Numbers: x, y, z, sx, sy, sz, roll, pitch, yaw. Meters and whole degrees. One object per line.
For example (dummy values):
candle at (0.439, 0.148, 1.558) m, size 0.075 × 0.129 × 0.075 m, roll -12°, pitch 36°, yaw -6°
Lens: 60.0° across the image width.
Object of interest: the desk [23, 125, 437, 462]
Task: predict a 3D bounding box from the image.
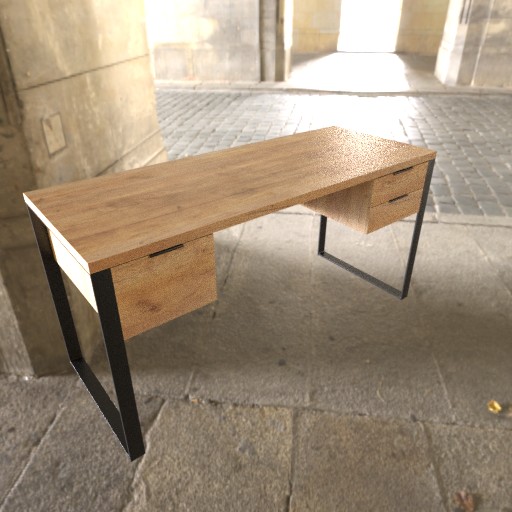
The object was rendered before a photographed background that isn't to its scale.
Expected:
desk at (0.000, 0.000, 1.882) m, size 1.520 × 0.760 × 0.600 m, roll -22°, pitch 36°, yaw -33°
